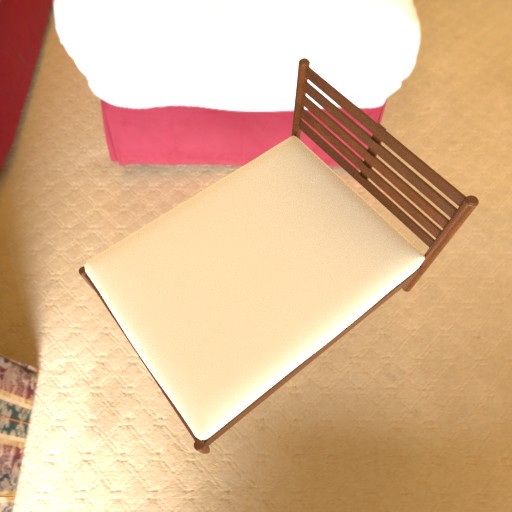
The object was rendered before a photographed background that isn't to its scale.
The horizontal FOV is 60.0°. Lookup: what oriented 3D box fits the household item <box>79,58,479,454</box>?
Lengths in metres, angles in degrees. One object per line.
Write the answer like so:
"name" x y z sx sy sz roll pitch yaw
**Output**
"household item" 0.000 0.000 3.305 2.232 1.356 1.663 -35 68 -16
